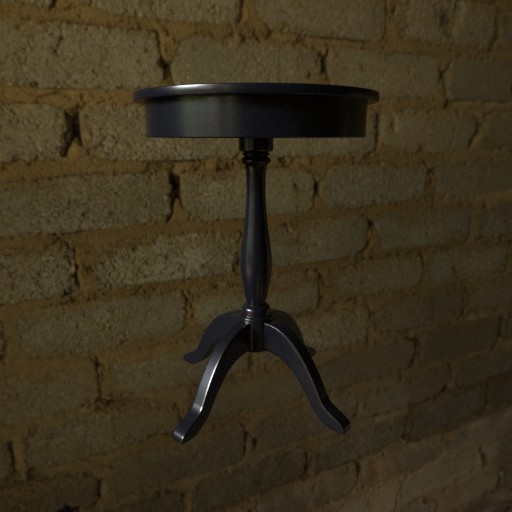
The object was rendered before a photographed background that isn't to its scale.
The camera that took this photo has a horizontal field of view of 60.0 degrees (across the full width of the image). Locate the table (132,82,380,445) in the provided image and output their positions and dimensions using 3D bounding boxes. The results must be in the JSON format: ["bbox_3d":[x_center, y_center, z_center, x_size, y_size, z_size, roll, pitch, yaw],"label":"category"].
[{"bbox_3d":[0.000,0.000,0.972,0.481,0.665,0.481,0,15,0],"label":"table"}]
